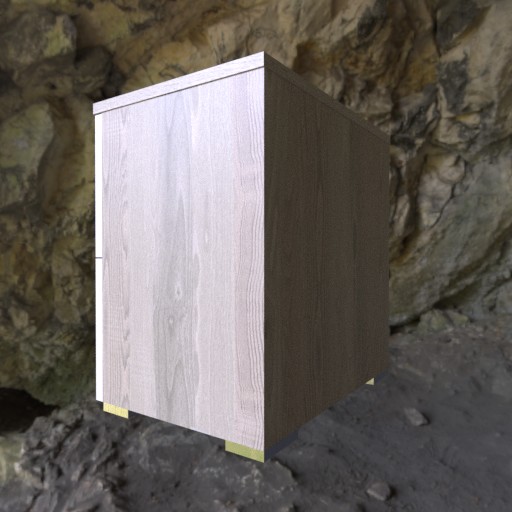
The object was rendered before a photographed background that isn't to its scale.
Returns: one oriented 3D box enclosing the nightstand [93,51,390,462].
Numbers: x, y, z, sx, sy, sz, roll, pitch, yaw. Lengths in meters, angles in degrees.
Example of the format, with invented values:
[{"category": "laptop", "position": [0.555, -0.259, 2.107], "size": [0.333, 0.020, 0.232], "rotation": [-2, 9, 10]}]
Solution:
[{"category": "nightstand", "position": [0.000, 0.000, 0.769], "size": [0.325, 0.461, 0.442], "rotation": [0, 1, 35]}]
